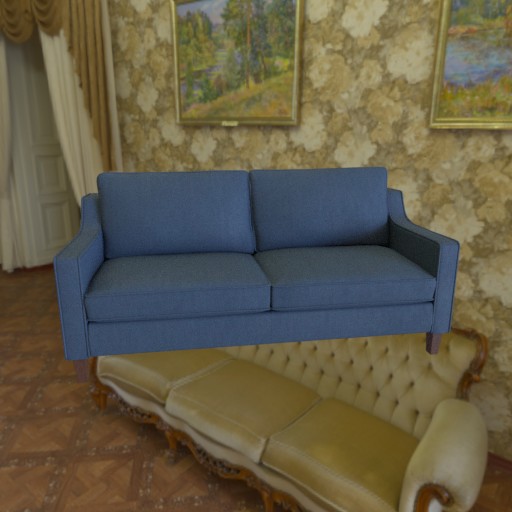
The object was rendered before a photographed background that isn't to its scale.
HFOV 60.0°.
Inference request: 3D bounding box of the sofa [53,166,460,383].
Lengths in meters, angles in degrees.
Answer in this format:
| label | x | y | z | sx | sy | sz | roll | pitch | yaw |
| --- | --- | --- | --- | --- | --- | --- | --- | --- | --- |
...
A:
| label | x | y | z | sx | sy | sz | roll | pitch | yaw |
| --- | --- | --- | --- | --- | --- | --- | --- | --- | --- |
| sofa | 0.000 | 0.000 | 2.850 | 2.178 | 1.071 | 1.066 | -2 | 16 | -9 |
